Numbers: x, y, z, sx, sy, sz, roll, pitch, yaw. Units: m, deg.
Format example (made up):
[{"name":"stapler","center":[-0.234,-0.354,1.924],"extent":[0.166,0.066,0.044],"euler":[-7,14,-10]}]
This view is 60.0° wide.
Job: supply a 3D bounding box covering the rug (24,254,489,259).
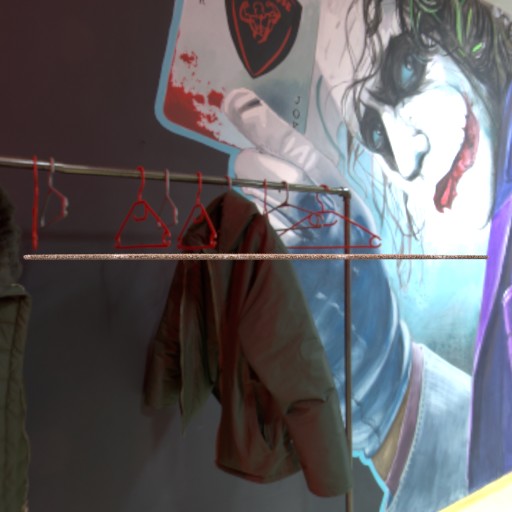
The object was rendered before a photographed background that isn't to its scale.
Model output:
[{"name":"rug","center":[0.000,0.000,4.094],"extent":[3.047,0.029,2.438],"euler":[0,0,0]}]
